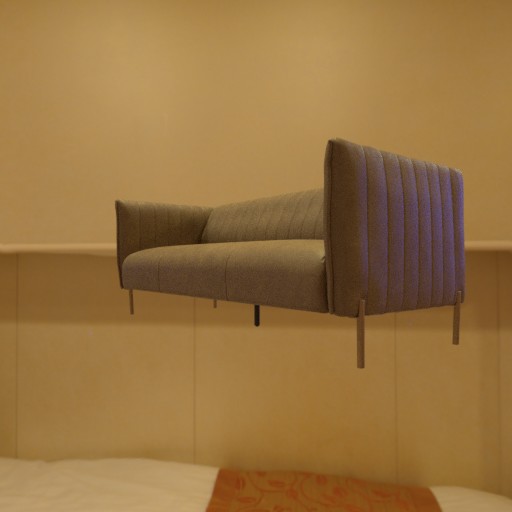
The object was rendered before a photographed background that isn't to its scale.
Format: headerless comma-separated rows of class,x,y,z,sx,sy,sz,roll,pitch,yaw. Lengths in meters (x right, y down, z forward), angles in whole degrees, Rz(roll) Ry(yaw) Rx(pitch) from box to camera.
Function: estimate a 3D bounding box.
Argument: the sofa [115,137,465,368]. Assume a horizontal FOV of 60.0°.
sofa,0.000,0.000,2.443,0.876,0.779,1.980,0,-1,-39
